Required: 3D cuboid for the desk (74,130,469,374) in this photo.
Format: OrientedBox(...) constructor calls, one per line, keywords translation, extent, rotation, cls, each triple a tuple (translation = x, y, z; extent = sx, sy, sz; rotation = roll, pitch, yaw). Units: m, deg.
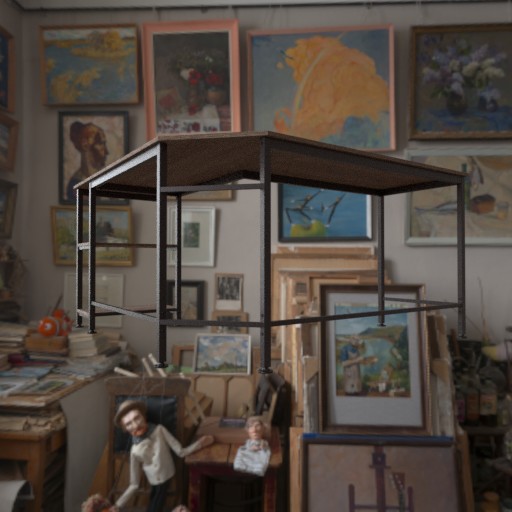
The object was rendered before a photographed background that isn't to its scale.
OrientedBox(translation=(0.000, 0.000, 2.159), extent=(1.379, 0.739, 1.379), rotation=(1, -1, -35), cls="desk")
